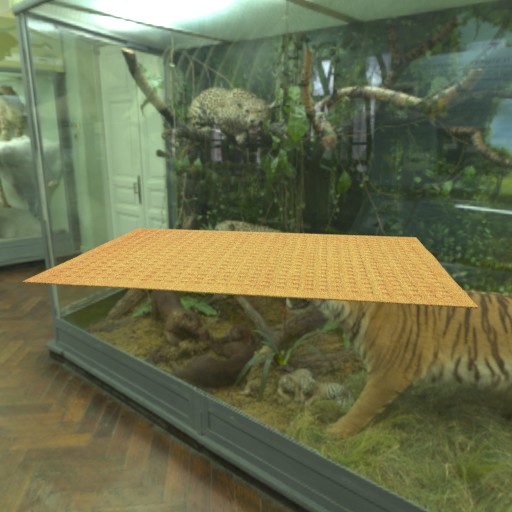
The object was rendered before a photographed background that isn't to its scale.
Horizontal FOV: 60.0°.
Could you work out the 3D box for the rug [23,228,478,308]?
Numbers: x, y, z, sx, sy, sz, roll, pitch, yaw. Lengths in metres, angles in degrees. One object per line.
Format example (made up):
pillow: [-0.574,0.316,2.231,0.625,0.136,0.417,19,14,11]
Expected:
rug: [0.000,0.000,2.216,1.747,0.006,1.143,2,15,9]
